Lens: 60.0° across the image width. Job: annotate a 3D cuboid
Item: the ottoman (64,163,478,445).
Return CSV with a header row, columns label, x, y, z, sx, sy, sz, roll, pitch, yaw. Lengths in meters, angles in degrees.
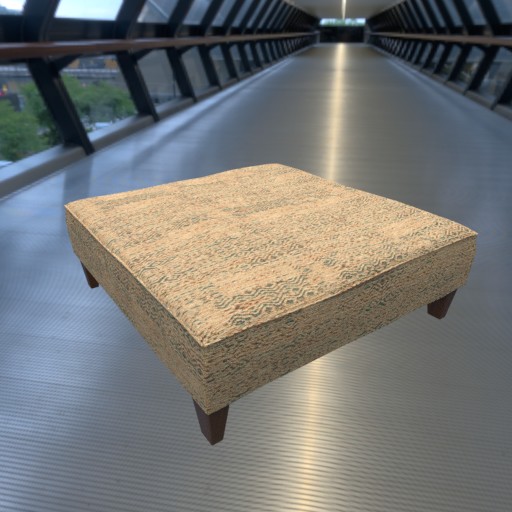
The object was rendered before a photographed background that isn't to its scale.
label,x,y,z,sx,sy,sz,roll,pitch,yaw
ottoman,0.000,0.000,1.511,0.968,0.356,1.004,-17,31,-32
